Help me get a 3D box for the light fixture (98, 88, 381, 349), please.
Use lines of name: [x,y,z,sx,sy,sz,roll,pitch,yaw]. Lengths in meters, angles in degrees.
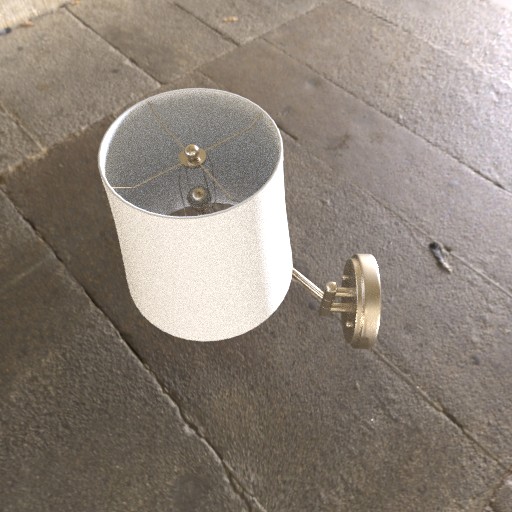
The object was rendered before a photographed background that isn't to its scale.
light fixture: [0.000,0.000,0.583,0.348,0.381,0.223,2,57,1]
